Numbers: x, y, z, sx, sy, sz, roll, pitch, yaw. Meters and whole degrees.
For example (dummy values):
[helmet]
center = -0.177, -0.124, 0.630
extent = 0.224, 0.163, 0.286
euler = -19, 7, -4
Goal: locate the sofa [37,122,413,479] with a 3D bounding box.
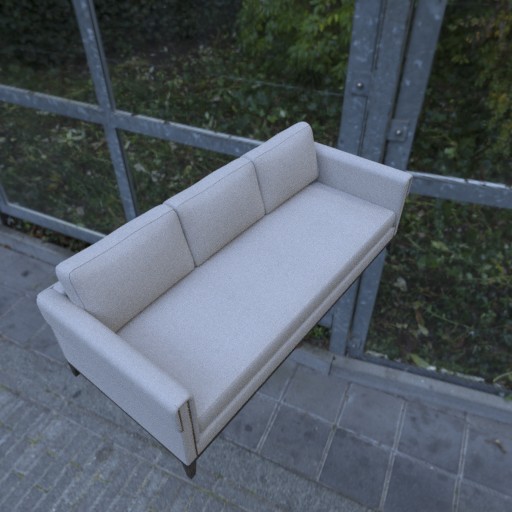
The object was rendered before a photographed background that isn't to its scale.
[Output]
[sofa]
center = 0.000, 0.000, 2.680
extent = 0.959, 0.838, 2.210
euler = 27, 48, 28
